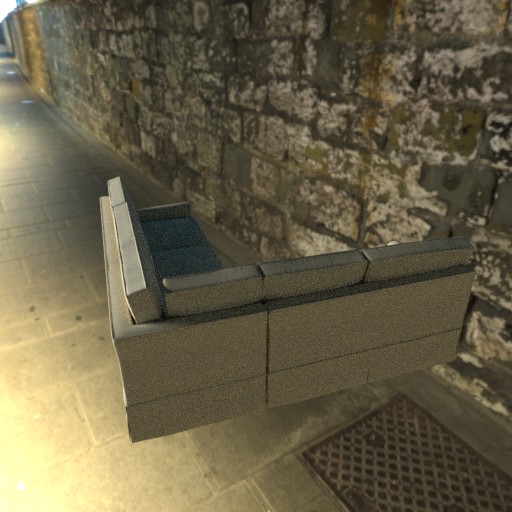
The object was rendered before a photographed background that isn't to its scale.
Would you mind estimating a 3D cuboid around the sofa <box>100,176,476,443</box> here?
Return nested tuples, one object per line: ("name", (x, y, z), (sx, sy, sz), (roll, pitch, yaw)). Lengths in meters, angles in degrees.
("sofa", (0.000, 0.000, 4.063), (2.591, 1.070, 2.597), (-9, 28, -17))
